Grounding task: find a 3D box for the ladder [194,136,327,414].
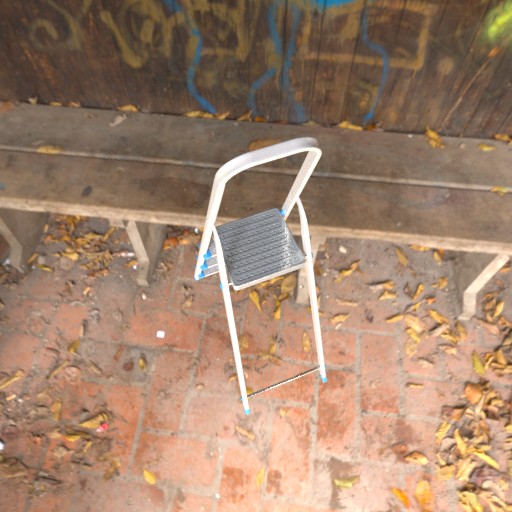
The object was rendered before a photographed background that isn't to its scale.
[{"bbox_3d":[0.000,0.000,1.802,0.445,1.434,0.842,-19,60,-11],"label":"ladder"}]
